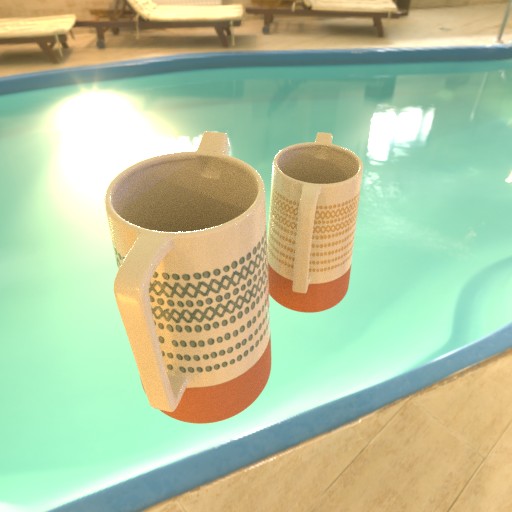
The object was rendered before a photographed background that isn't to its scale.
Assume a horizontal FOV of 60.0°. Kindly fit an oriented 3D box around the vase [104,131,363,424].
[{"bbox_3d":[0.000,0.000,0.458,0.326,0.247,0.168,-26,47,-27],"label":"vase"}]
